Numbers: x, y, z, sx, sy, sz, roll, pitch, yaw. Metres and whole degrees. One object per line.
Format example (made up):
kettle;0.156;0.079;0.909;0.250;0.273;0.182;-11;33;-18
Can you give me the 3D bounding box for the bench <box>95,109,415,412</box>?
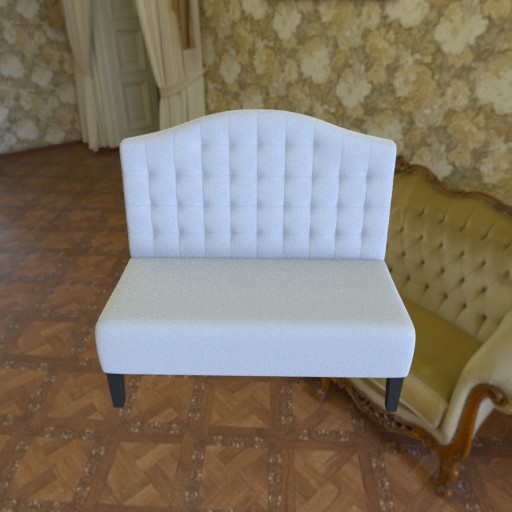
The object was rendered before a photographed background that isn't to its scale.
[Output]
bench;0.000;0.000;2.072;1.335;1.180;0.815;1;30;1
